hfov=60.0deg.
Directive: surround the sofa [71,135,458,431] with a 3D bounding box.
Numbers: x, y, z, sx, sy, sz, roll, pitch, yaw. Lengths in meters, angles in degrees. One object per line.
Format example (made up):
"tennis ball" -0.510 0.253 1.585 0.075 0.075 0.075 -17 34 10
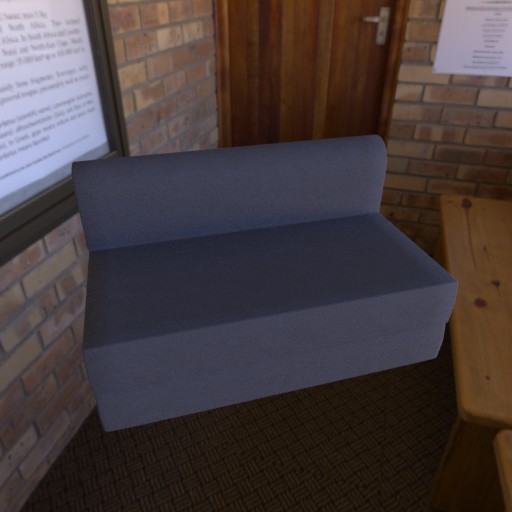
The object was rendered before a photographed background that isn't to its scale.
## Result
"sofa" 0.000 0.000 1.657 1.219 0.660 0.762 -8 33 -13
